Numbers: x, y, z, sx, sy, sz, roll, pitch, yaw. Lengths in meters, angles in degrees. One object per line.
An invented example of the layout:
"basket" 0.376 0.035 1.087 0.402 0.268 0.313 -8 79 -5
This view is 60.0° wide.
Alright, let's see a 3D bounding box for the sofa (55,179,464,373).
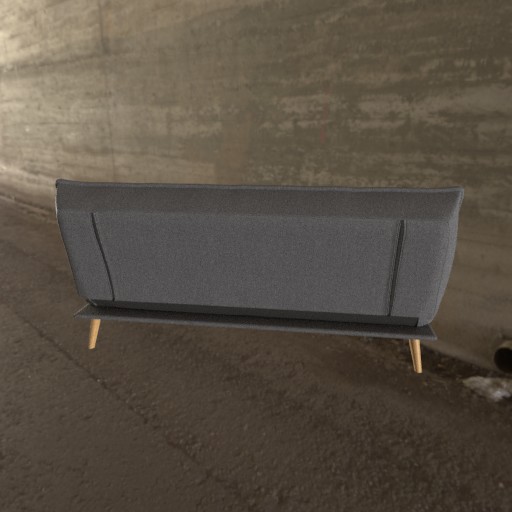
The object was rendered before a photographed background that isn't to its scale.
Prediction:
"sofa" 0.000 0.000 2.478 1.940 0.890 0.950 2 16 8
